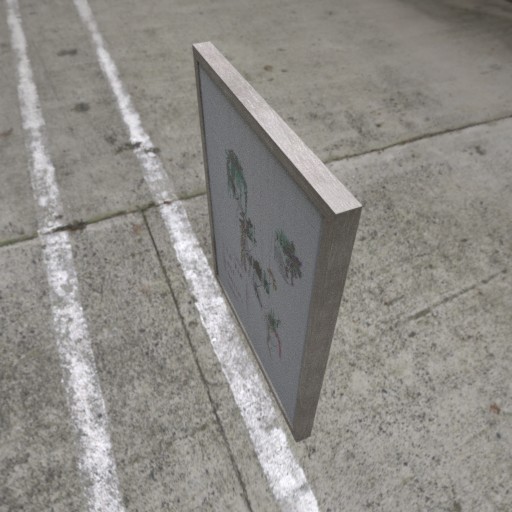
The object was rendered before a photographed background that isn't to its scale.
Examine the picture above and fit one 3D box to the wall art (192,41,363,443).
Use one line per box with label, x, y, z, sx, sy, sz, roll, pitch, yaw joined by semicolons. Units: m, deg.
wall art;0.000;0.000;0.719;0.032;0.521;0.421;-17;49;-16
